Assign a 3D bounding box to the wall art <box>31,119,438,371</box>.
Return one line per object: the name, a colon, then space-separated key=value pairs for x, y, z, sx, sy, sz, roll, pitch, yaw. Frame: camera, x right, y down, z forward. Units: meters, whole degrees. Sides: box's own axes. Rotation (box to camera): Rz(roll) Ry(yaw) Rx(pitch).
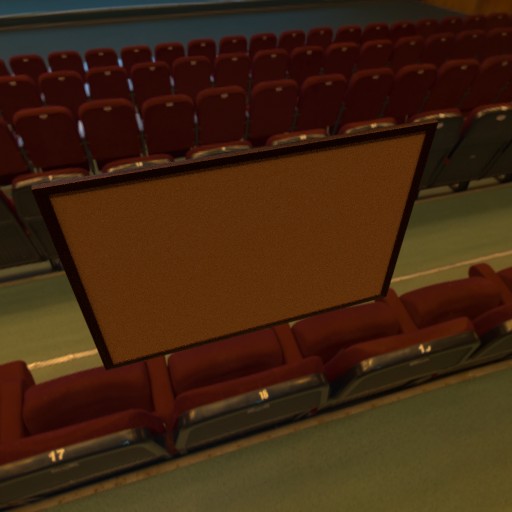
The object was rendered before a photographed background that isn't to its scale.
wall art: x=0.000 y=0.000 z=1.048 sx=0.816 sy=0.559 sz=0.014 roll=-13 pitch=44 yaw=-13
